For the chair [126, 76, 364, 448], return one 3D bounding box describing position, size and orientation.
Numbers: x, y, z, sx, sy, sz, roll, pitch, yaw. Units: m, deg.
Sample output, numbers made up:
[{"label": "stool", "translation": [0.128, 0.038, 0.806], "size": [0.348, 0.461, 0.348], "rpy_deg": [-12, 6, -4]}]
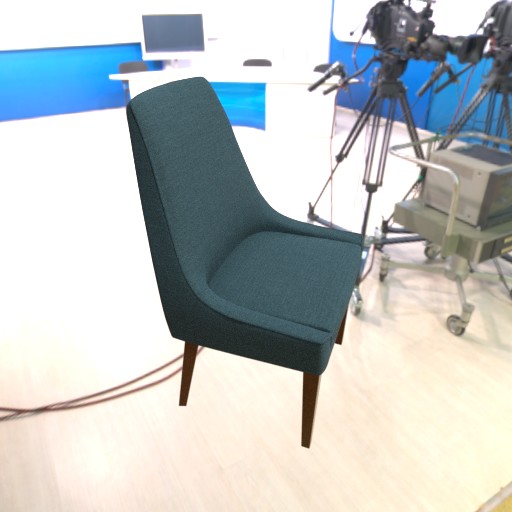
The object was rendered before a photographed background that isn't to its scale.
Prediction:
[{"label": "chair", "translation": [0.000, 0.000, 1.223], "size": [0.544, 0.861, 0.529], "rpy_deg": [11, 33, 18]}]
